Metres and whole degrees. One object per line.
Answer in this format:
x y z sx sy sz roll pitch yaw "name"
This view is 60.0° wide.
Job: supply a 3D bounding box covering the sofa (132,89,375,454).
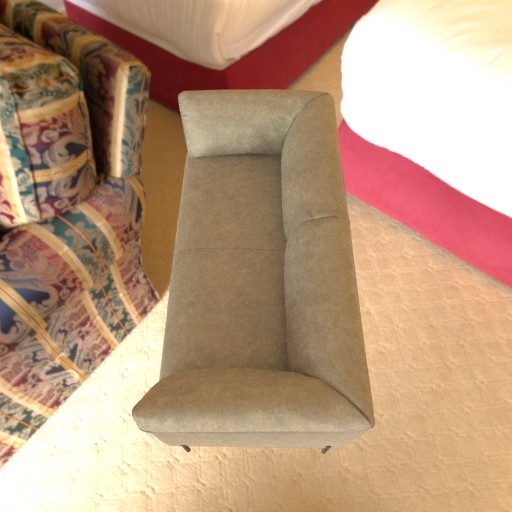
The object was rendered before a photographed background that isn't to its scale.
0.000 0.000 2.367 0.905 0.747 1.878 0 59 0 "sofa"
